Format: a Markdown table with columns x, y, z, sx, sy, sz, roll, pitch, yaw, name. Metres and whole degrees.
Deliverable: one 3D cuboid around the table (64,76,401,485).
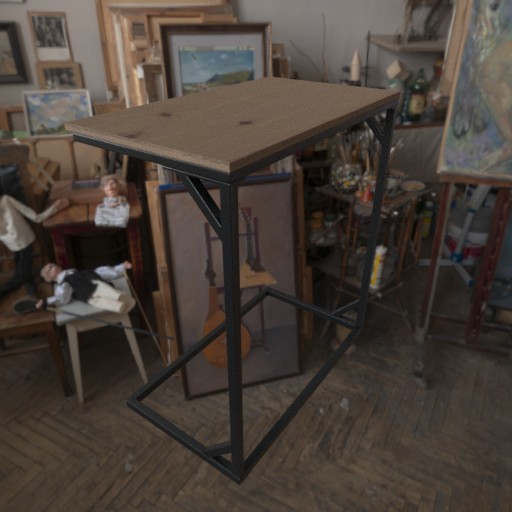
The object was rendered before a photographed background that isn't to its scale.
| x | y | z | sx | sy | sz | roll | pitch | yaw | name |
| --- | --- | --- | --- | --- | --- | --- | --- | --- | --- |
| 0.000 | 0.000 | 1.021 | 0.351 | 0.673 | 0.597 | 20 | 36 | 30 | table |
